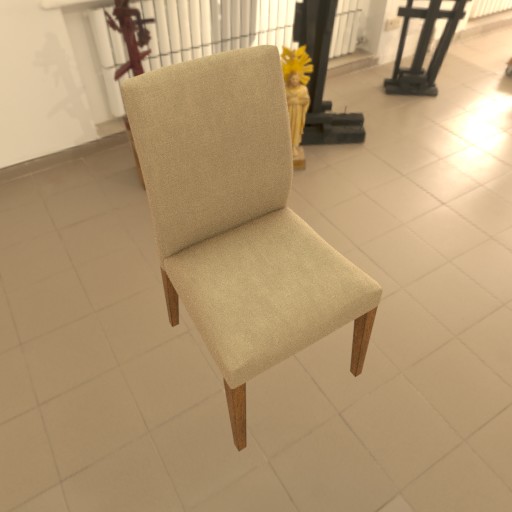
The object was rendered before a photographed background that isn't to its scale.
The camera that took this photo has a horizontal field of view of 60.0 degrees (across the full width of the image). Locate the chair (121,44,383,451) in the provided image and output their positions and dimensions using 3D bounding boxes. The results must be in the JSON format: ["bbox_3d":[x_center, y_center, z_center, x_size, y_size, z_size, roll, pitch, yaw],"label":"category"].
[{"bbox_3d":[0.000,0.000,1.276,0.496,0.940,0.585,-25,51,-22],"label":"chair"}]
